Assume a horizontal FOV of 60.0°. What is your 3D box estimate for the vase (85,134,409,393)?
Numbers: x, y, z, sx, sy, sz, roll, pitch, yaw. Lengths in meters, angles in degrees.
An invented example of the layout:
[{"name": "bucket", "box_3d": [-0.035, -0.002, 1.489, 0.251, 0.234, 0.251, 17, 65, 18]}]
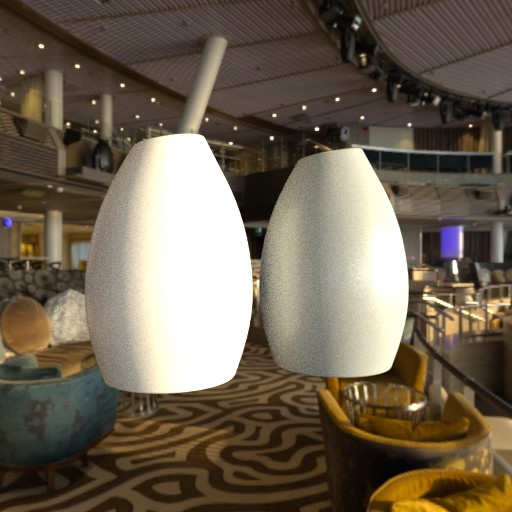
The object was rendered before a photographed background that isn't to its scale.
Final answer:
[{"name": "vase", "box_3d": [0.000, 0.000, 0.259, 0.187, 0.131, 0.089, 0, 0, -17]}]
